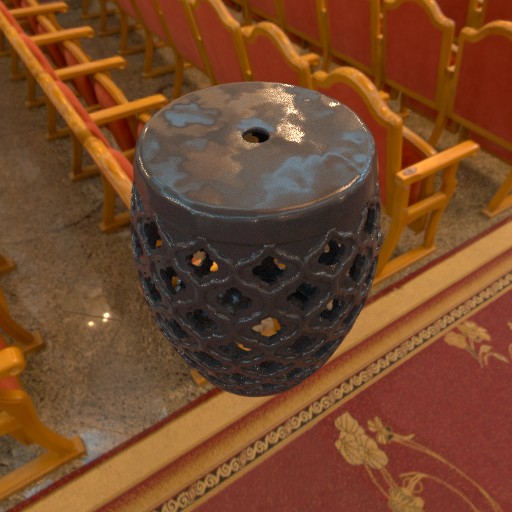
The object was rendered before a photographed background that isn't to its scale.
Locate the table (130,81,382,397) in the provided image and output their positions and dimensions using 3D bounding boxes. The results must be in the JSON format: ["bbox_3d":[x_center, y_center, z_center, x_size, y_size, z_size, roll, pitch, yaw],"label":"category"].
[{"bbox_3d":[0.000,0.000,0.623,0.325,0.388,0.325,0,48,0],"label":"table"}]
